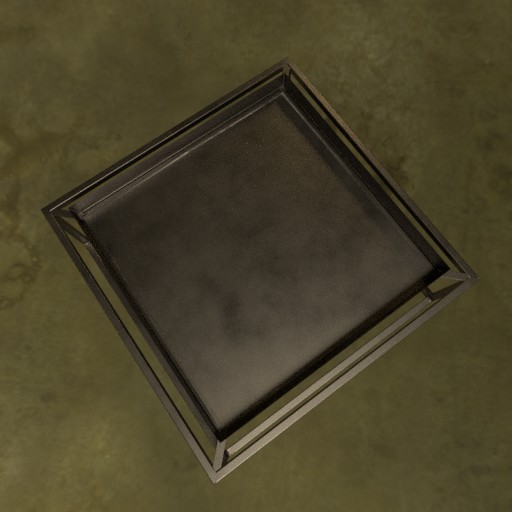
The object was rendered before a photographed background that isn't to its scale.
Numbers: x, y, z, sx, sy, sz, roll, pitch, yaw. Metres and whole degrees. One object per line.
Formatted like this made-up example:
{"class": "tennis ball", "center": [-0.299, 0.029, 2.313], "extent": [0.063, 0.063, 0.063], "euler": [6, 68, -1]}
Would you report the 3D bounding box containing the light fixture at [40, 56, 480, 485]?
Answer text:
{"class": "light fixture", "center": [0.000, 0.000, 0.683], "extent": [0.441, 0.191, 0.441], "euler": [-35, 78, -8]}
